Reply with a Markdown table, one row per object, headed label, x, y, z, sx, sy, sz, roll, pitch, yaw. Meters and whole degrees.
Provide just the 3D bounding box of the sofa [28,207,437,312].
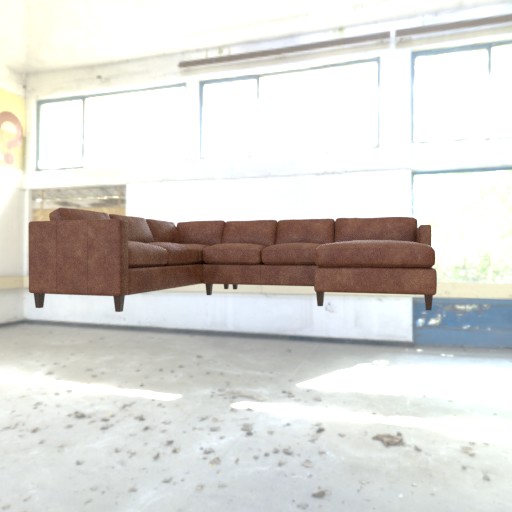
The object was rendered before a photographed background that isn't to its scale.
| label | x | y | z | sx | sy | sz | roll | pitch | yaw |
| --- | --- | --- | --- | --- | --- | --- | --- | --- | --- |
| sofa | 0.000 | 0.000 | 4.447 | 3.324 | 0.888 | 2.452 | 0 | 0 | 18 |
